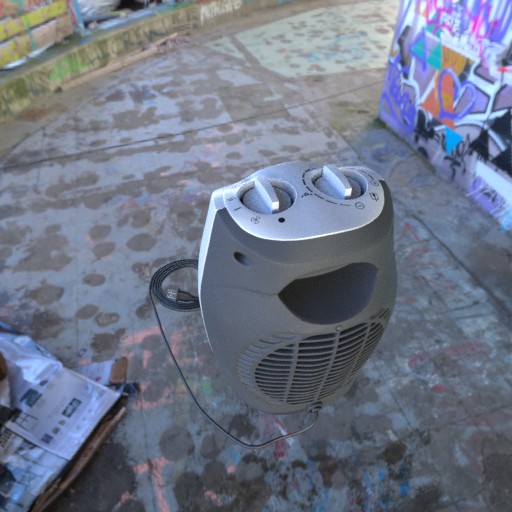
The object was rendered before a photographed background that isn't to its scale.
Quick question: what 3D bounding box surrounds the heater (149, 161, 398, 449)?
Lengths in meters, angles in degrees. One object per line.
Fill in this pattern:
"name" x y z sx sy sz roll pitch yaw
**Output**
"heater" 0.000 0.000 0.467 0.239 0.240 0.291 -12 44 -13
